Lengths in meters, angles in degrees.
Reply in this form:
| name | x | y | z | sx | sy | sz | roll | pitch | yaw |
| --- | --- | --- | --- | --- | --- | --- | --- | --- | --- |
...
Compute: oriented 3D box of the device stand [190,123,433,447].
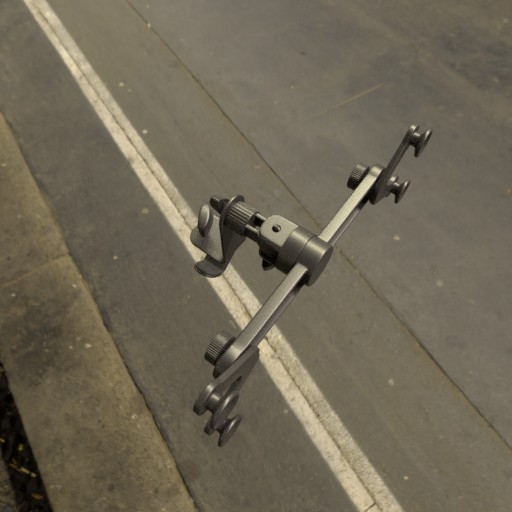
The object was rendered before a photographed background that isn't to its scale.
| name | x | y | z | sx | sy | sz | roll | pitch | yaw |
| --- | --- | --- | --- | --- | --- | --- | --- | --- | --- |
| device stand | 0.000 | 0.000 | 0.371 | 0.142 | 0.166 | 0.270 | 32 | 63 | 18 |
